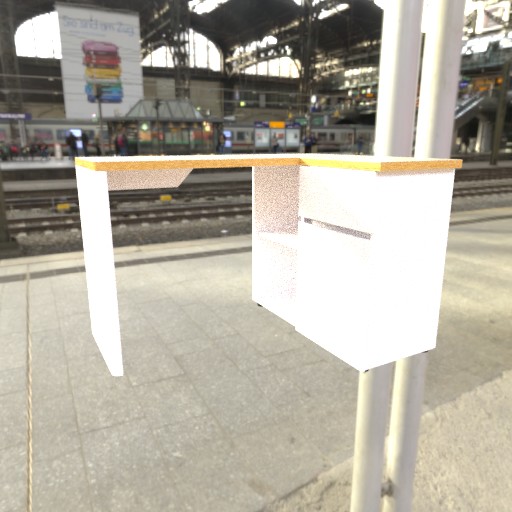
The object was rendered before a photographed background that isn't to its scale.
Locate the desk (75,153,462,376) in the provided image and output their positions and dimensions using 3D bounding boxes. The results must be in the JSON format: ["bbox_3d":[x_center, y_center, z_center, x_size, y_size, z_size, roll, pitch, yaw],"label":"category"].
[{"bbox_3d":[0.000,0.000,1.766,1.170,0.760,0.900,-8,17,-28],"label":"desk"}]
